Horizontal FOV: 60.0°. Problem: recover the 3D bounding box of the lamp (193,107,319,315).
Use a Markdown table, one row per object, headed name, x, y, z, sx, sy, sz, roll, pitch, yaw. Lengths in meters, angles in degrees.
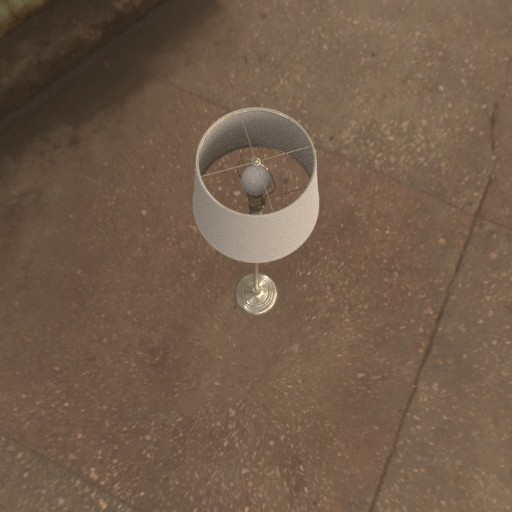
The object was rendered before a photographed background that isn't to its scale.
| name | x | y | z | sx | sy | sz | roll | pitch | yaw |
| --- | --- | --- | --- | --- | --- | --- | --- | --- | --- |
| lamp | 0.000 | 0.000 | 1.653 | 0.327 | 1.506 | 0.327 | 27 | 76 | 7 |
